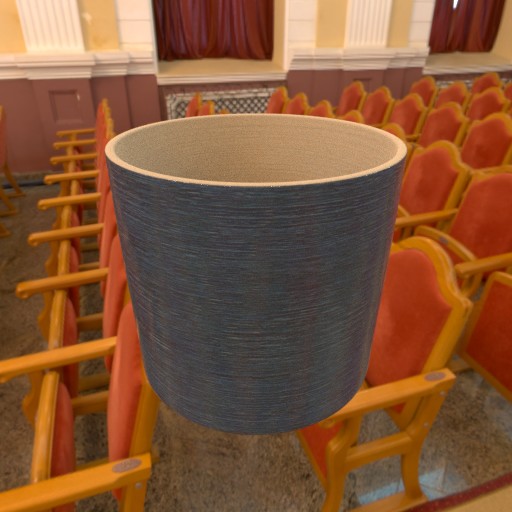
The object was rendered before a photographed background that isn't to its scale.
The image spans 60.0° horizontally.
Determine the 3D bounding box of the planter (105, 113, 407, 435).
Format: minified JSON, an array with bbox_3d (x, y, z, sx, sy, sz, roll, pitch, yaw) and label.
[{"bbox_3d":[0.000,0.000,0.385,0.221,0.201,0.221,0,28,0],"label":"planter"}]
